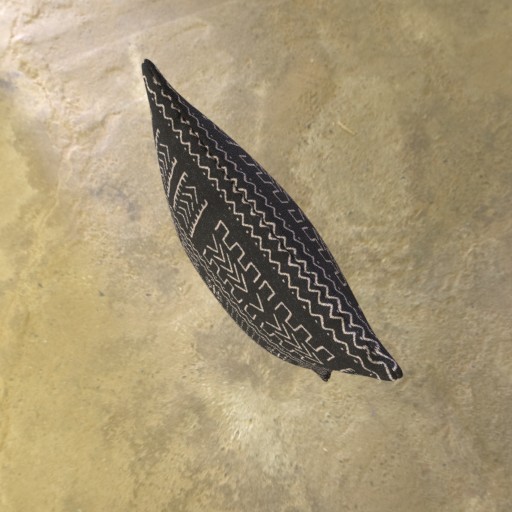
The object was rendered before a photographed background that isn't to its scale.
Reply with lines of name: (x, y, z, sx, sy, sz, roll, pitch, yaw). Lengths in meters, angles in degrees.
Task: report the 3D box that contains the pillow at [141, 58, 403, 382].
pillow: (0.000, 0.000, 0.649, 0.164, 0.430, 0.438, -36, 77, -9)
